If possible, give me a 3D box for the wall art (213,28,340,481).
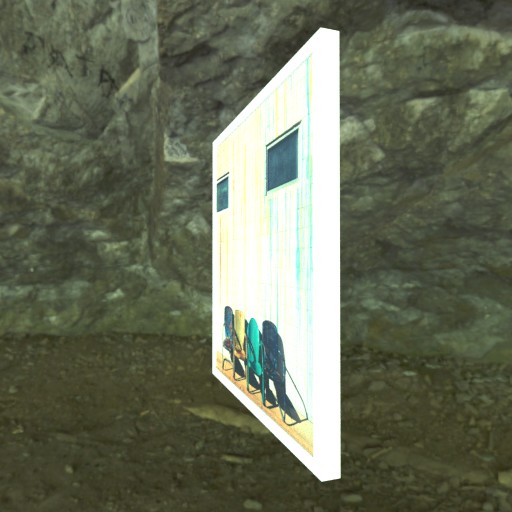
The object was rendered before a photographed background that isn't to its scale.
[{"bbox_3d":[0.000,0.000,1.106,0.036,0.760,0.760,0,-1,-19],"label":"wall art"}]
